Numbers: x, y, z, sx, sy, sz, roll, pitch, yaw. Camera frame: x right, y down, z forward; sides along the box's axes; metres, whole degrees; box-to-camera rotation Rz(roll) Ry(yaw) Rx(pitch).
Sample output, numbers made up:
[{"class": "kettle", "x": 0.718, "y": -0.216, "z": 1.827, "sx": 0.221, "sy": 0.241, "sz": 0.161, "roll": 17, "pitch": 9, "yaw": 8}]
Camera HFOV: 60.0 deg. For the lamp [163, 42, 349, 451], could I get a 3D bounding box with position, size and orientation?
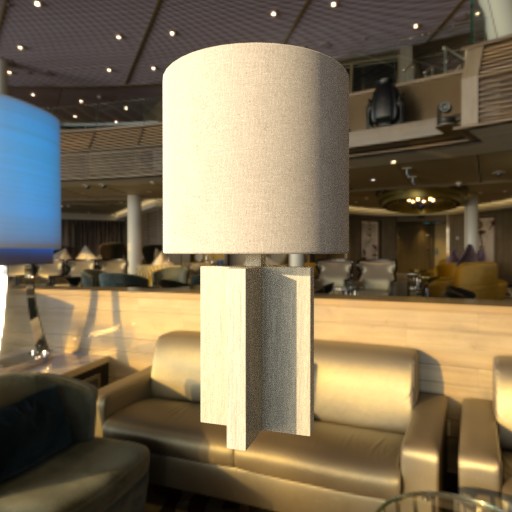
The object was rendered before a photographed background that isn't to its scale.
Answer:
[{"class": "lamp", "x": 0.000, "y": 0.000, "z": 0.557, "sx": 0.229, "sy": 0.428, "sz": 0.229, "roll": 0, "pitch": 1, "yaw": 18}]
